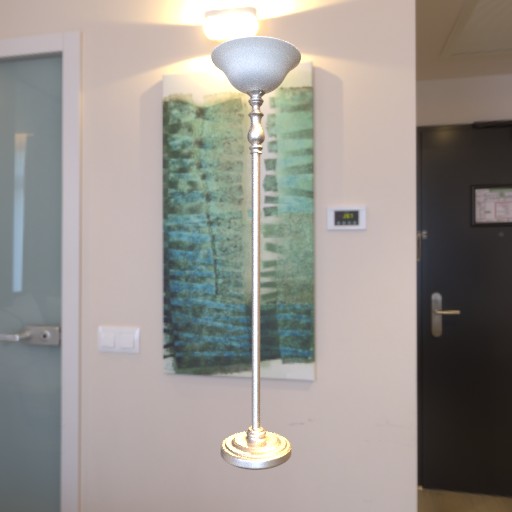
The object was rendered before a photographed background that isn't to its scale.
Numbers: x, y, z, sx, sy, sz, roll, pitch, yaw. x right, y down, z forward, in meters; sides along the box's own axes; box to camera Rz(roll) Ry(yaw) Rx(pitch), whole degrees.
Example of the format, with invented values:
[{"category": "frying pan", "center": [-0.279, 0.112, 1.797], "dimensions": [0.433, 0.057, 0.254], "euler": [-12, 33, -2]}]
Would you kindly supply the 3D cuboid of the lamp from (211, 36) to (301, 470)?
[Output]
[{"category": "lamp", "center": [0.000, 0.000, 1.980], "dimensions": [0.405, 1.771, 0.405], "euler": [0, -1, -19]}]
